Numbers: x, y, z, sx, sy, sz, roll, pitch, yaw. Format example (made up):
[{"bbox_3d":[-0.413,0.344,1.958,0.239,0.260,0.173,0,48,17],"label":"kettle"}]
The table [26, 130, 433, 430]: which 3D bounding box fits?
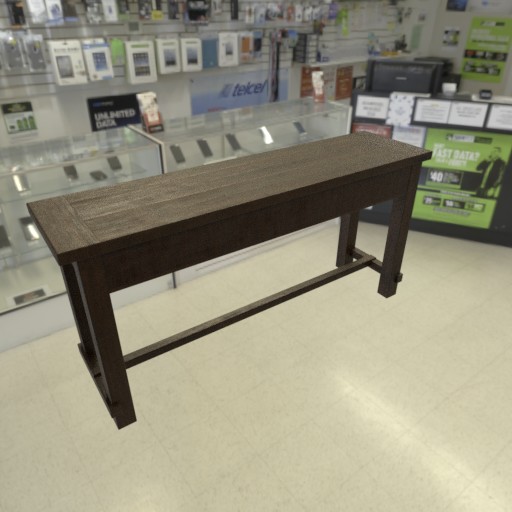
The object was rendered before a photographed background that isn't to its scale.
[{"bbox_3d":[0.000,0.000,1.924,1.599,0.762,0.442,-19,36,-29],"label":"table"}]
